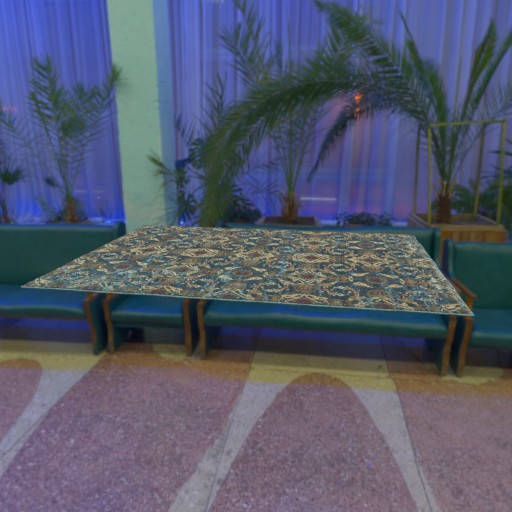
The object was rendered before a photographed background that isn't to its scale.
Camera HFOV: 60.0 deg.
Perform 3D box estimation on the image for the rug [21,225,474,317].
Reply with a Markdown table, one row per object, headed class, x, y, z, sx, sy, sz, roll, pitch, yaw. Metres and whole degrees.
| class | x | y | z | sx | sy | sz | roll | pitch | yaw |
| --- | --- | --- | --- | --- | --- | --- | --- | --- | --- |
| rug | 0.000 | 0.000 | 2.858 | 2.207 | 0.014 | 1.567 | 3 | 16 | 9 |
